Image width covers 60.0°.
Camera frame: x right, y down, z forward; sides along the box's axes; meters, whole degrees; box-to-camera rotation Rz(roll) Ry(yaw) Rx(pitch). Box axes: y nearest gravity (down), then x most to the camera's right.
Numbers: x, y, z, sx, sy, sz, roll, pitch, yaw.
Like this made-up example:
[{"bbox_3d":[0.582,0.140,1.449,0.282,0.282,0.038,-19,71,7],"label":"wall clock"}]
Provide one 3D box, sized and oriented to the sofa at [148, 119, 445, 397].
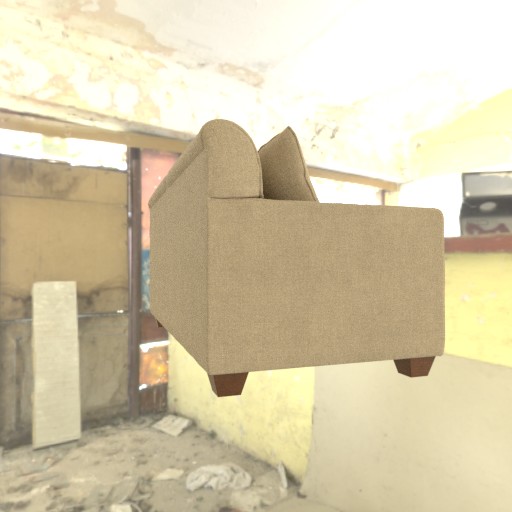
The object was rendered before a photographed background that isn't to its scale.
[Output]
[{"bbox_3d":[0.000,0.000,2.433,0.998,0.958,1.846,0,-1,-19],"label":"sofa"}]
